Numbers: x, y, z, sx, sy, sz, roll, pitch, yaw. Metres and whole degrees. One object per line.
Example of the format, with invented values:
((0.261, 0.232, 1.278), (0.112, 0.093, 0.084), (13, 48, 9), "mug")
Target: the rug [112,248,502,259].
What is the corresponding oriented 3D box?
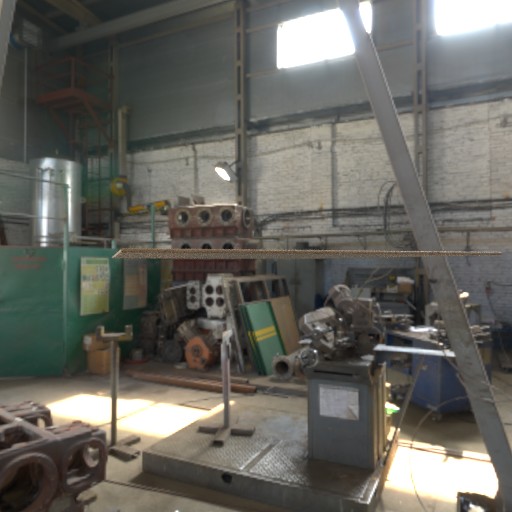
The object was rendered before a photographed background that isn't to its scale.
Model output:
((0.000, 0.000, 3.985), (2.420, 0.019, 3.039), (0, -1, -19), "rug")
